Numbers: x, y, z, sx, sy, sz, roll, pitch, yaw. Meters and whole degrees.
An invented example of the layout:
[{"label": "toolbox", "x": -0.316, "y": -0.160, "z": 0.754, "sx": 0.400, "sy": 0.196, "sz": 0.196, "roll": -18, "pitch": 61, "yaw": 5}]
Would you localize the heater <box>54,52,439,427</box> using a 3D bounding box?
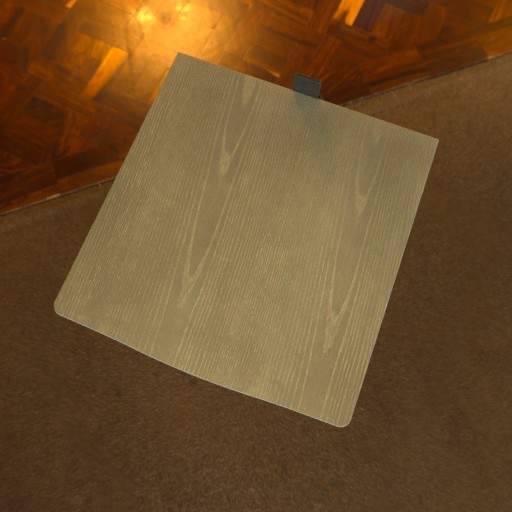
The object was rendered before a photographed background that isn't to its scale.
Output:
[{"label": "heater", "x": 0.000, "y": 0.000, "z": 0.739, "sx": 0.362, "sy": 0.481, "sz": 0.400, "roll": 20, "pitch": 77, "yaw": 5}]
